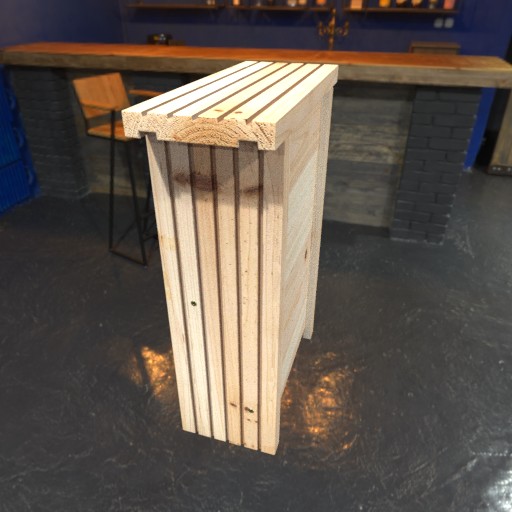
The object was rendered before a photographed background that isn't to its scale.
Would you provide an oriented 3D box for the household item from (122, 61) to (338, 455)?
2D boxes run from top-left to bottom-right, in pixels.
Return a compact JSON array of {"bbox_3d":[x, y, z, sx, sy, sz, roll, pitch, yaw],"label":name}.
[{"bbox_3d":[0.000,0.000,0.550,0.123,0.407,0.301,9,32,15],"label":"household item"}]
